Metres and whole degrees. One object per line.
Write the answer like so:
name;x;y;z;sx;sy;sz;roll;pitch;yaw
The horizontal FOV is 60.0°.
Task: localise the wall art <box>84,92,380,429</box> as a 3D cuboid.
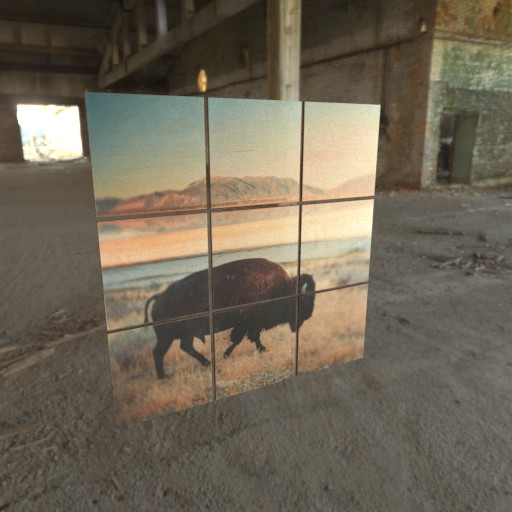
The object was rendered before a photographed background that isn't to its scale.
wall art;0.000;0.000;1.825;1.221;1.218;0.019;-8;17;-27
